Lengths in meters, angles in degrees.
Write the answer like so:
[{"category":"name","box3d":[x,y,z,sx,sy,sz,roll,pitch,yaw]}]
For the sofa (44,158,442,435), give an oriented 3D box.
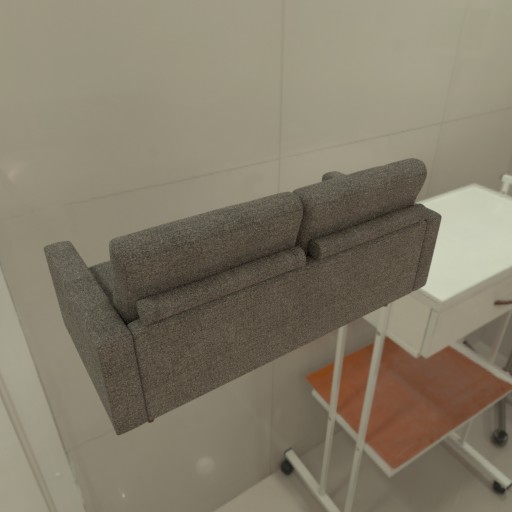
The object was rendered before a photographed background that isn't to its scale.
[{"category":"sofa","box3d":[0.000,0.000,2.262,1.821,0.902,0.863,-19,35,-29]}]
